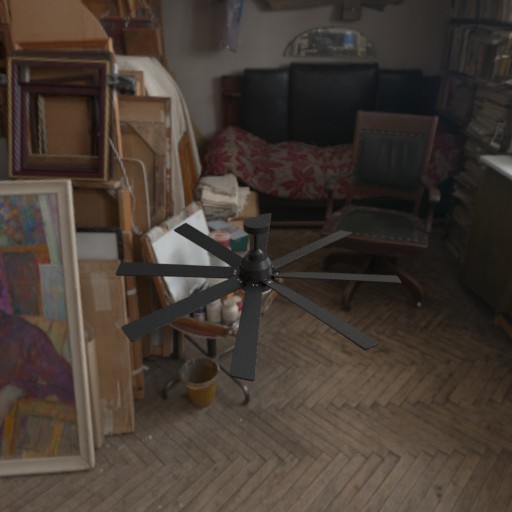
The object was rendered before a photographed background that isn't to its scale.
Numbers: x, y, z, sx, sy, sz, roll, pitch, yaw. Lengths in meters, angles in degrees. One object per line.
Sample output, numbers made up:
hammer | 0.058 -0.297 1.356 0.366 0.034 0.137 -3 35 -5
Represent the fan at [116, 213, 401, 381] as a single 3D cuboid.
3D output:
fan | 0.000 0.000 2.809 1.830 0.472 1.830 -24 38 -34
